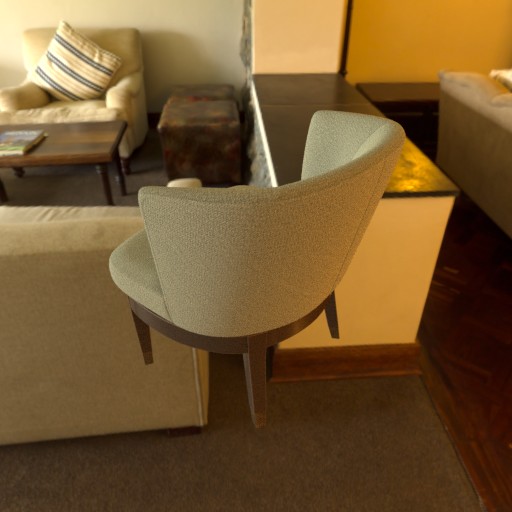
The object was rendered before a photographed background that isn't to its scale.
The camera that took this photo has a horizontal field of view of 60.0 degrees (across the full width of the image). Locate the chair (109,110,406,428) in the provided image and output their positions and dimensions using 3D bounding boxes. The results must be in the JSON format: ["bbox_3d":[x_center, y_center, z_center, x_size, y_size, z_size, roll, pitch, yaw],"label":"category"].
[{"bbox_3d":[0.000,0.000,1.271,0.660,0.760,0.700,23,40,30],"label":"chair"}]
